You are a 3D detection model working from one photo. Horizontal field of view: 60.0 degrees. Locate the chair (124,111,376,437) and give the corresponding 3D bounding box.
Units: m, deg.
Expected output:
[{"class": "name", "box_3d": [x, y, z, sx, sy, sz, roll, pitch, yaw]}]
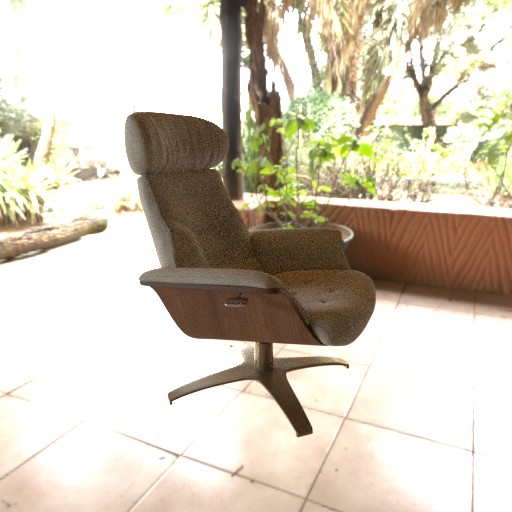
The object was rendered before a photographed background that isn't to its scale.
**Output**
[{"class": "chair", "box_3d": [0.000, 0.000, 1.586, 0.837, 0.995, 0.785, 6, 16, 24]}]
